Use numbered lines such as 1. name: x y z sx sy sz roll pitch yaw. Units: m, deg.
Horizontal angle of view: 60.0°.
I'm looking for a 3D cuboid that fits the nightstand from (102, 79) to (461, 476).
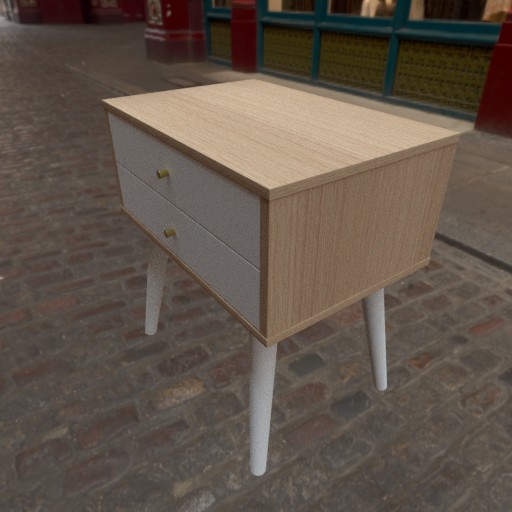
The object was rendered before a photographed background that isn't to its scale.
1. nightstand: 0.000 0.000 0.974 0.407 0.610 0.571 -21 38 -30
